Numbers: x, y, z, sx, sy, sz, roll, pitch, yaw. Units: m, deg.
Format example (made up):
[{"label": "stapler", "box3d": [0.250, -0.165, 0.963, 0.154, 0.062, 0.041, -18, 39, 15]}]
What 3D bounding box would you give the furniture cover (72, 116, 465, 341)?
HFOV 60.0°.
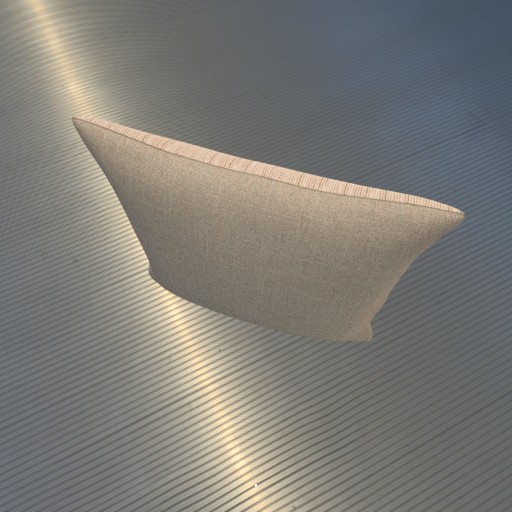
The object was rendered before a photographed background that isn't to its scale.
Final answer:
[{"label": "furniture cover", "box3d": [0.000, 0.000, 0.764, 0.512, 0.506, 0.178, 16, 64, 8]}]
